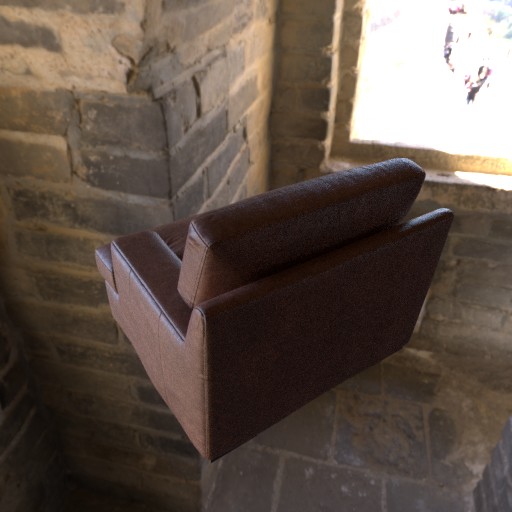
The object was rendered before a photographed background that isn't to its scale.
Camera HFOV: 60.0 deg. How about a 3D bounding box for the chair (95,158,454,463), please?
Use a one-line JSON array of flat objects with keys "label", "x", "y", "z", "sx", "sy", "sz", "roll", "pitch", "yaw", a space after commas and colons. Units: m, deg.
[{"label": "chair", "x": 0.000, "y": 0.000, "z": 1.982, "sx": 1.168, "sy": 0.939, "sz": 1.143, "roll": -20, "pitch": 37, "yaw": -29}]
